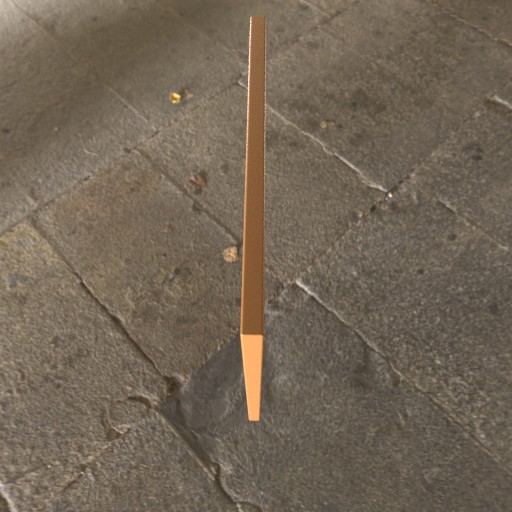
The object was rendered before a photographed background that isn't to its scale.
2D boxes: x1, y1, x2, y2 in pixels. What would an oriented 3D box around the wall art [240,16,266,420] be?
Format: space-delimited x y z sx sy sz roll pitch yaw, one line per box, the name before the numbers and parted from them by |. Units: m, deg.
wall art | 0.000 0.000 0.741 0.021 0.550 0.449 1 62 0
